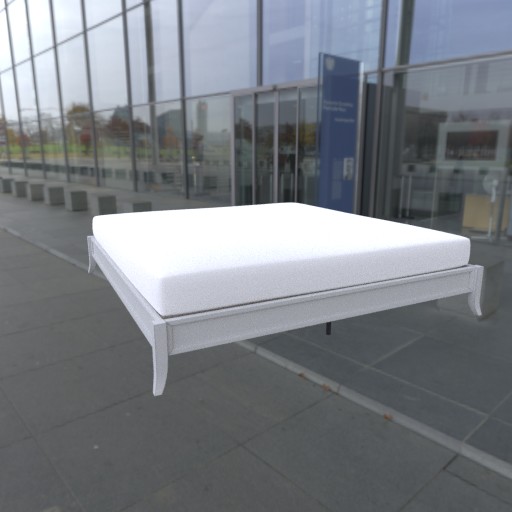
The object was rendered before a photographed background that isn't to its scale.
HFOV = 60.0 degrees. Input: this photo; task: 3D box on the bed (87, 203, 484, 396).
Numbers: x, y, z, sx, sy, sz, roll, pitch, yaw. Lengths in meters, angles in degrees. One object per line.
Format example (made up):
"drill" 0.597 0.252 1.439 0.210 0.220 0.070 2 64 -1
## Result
"bed" 0.000 0.000 3.103 2.007 0.510 2.108 -7 15 -26
